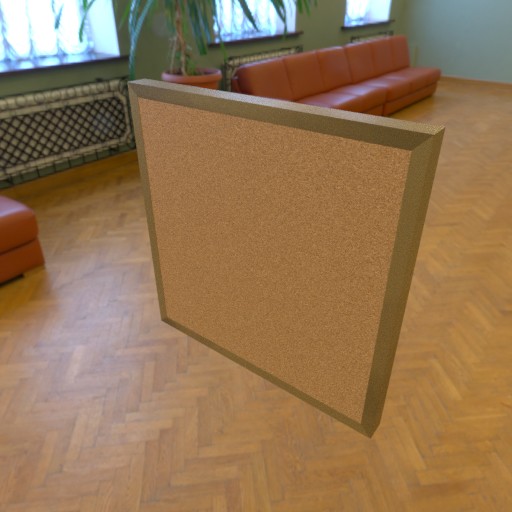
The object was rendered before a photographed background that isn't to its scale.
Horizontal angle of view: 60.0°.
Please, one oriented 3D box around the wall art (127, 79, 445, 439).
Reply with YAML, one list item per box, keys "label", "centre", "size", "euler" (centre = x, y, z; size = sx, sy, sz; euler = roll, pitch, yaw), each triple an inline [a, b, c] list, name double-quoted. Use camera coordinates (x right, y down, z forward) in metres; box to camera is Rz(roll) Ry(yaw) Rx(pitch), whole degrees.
- label: "wall art"
  centre: [0.000, 0.000, 0.749]
  size: [0.507, 0.508, 0.038]
  euler: [21, 37, 31]
